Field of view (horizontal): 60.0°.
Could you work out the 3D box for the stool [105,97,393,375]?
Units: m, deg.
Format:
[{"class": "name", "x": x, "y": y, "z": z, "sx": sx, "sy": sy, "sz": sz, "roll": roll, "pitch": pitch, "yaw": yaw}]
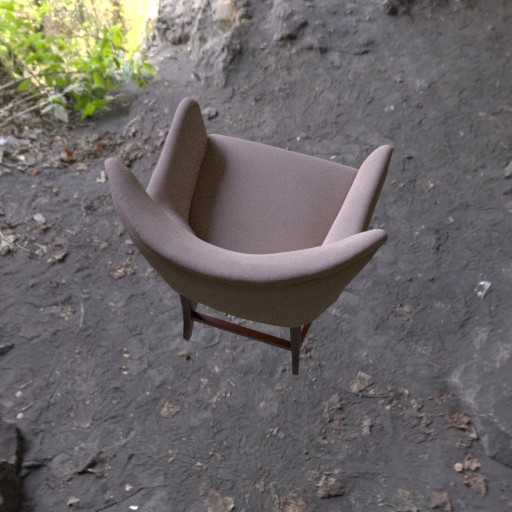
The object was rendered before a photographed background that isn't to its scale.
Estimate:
[{"class": "stool", "x": 0.000, "y": 0.000, "z": 1.348, "sx": 0.601, "sy": 0.951, "sz": 0.570, "roll": 16, "pitch": 65, "yaw": 8}]
